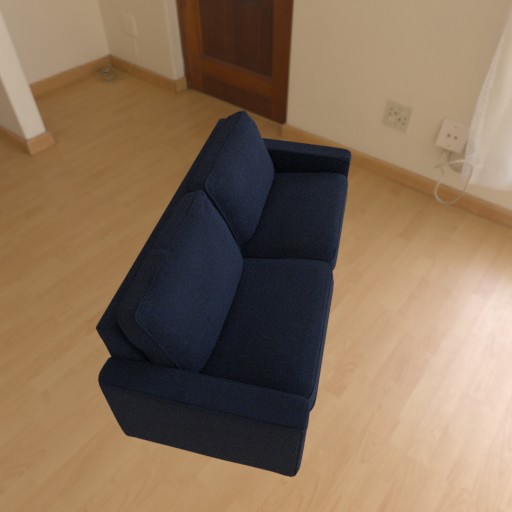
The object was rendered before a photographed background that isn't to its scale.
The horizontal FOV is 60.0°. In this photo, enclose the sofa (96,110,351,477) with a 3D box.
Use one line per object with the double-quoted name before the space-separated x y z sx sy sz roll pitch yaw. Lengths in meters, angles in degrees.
"sofa" 0.000 0.000 2.591 0.940 0.919 2.080 10 47 9
